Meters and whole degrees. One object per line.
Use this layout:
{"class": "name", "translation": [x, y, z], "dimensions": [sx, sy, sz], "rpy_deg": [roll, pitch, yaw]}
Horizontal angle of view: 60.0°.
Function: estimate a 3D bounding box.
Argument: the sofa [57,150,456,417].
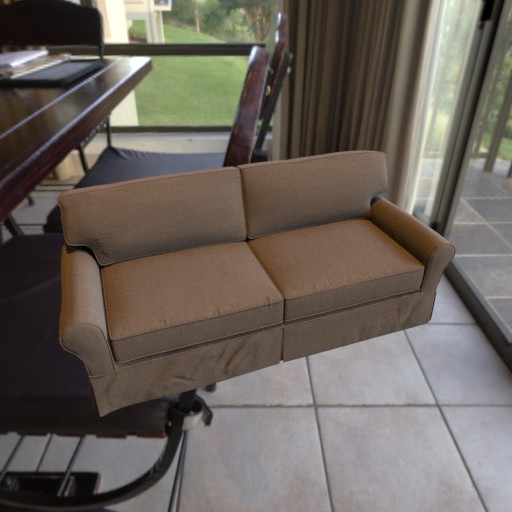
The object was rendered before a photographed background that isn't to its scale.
{"class": "sofa", "translation": [0.000, 0.000, 2.734], "dimensions": [2.248, 0.943, 0.991], "rpy_deg": [-11, 34, -17]}
